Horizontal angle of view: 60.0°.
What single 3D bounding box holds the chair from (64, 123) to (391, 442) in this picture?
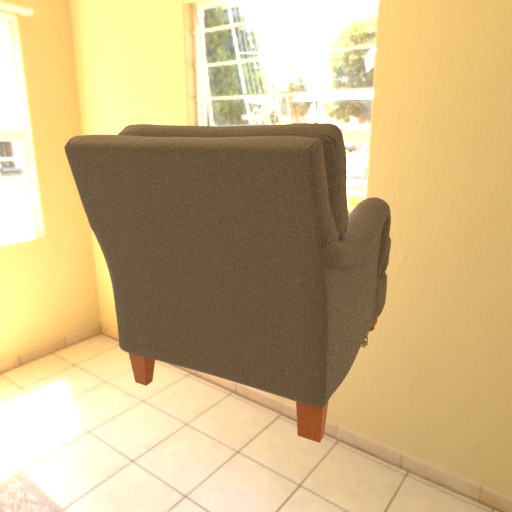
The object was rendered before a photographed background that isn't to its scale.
[{"bbox_3d":[0.000,0.000,1.824,0.955,1.038,1.070,8,18,26],"label":"chair"}]
